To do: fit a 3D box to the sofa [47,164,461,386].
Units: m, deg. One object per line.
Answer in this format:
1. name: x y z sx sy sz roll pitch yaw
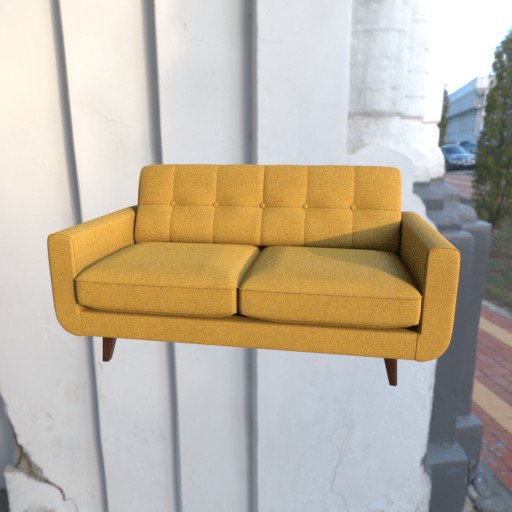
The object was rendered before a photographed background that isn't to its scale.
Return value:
1. sofa: 0.000 0.000 2.146 1.631 0.841 0.909 2 15 9
